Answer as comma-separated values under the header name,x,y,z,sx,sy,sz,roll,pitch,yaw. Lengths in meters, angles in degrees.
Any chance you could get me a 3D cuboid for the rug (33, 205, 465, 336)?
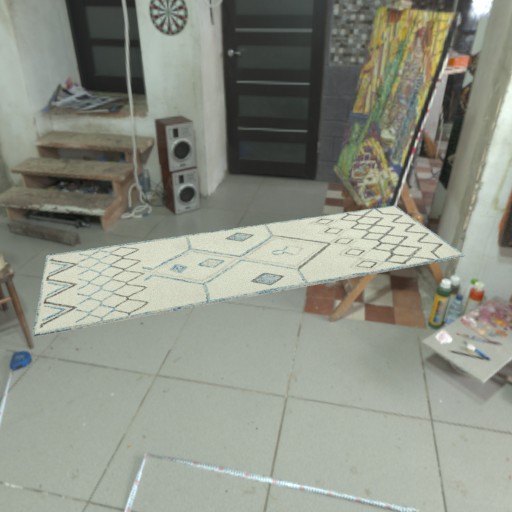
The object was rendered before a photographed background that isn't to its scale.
name,x,y,z,sx,sy,sz,roll,pitch,yaw
rug,0.000,0.000,2.702,2.434,0.013,0.770,-9,32,-15
